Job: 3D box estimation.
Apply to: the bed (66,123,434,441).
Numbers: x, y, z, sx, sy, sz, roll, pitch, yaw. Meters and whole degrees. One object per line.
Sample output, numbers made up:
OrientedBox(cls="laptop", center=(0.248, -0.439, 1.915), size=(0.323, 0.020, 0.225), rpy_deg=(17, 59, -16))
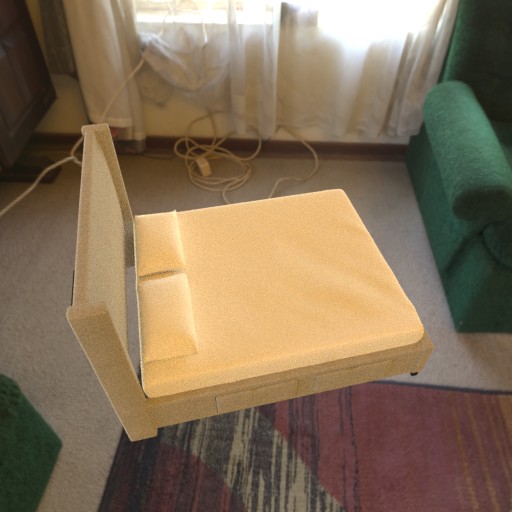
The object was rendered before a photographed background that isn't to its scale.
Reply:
OrientedBox(cls="bed", center=(0.000, 0.000, 3.356), size=(2.222, 1.491, 1.774), rpy_deg=(-9, 47, -9))
